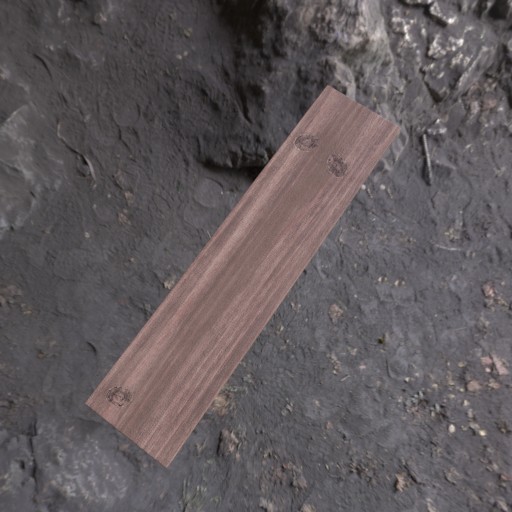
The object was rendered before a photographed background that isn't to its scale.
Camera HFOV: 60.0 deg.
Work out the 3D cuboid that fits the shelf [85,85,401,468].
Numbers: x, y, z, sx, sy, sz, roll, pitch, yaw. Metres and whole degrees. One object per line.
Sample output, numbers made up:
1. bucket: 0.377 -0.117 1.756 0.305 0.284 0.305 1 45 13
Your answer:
1. shelf: 0.000 0.000 0.664 0.140 0.020 0.610 34 77 9
